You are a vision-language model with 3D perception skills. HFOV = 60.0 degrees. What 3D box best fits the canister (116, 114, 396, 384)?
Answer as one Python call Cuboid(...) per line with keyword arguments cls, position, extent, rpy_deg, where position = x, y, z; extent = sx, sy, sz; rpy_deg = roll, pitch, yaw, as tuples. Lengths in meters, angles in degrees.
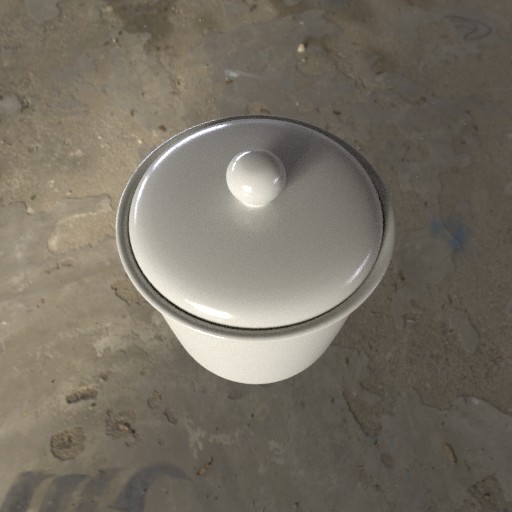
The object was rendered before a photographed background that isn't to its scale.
Cuboid(cls="canister", position=(0.000, 0.000, 0.340), extent=(0.182, 0.208, 0.182), rpy_deg=(0, 59, 0))
